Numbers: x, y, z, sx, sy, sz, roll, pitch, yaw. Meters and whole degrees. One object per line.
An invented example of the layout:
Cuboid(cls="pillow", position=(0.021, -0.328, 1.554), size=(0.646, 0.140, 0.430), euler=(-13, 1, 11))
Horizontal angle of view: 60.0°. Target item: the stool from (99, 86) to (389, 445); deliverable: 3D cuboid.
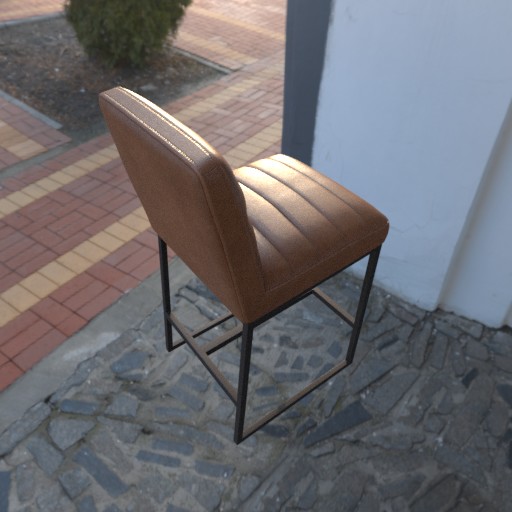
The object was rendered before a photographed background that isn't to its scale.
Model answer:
Cuboid(cls="stool", position=(0.000, 0.000, 1.241), size=(0.556, 0.940, 0.458), euler=(-26, 47, -27))
